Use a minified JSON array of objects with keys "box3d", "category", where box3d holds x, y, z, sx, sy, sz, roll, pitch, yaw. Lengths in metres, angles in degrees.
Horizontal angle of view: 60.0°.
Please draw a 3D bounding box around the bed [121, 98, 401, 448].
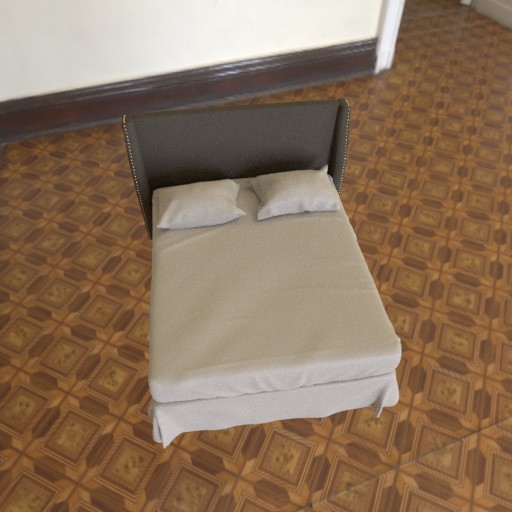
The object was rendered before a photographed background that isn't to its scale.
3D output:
[{"box3d":[0.000,0.000,3.457,1.925,1.332,2.276,-6,48,-5],"category":"bed"}]
